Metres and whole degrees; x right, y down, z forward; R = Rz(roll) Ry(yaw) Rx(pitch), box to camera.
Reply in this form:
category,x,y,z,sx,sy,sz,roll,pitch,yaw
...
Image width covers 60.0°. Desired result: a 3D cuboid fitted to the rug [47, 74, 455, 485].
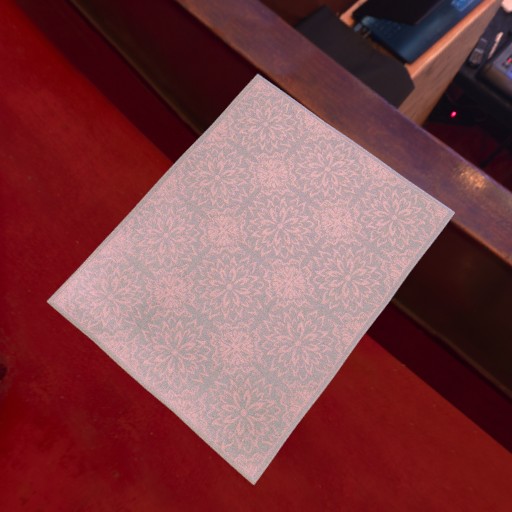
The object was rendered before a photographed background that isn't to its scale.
category,x,y,z,sx,sy,sz,roll,pitch,yaw
rug,0.000,0.000,4.027,2.363,0.012,2.980,38,79,9
